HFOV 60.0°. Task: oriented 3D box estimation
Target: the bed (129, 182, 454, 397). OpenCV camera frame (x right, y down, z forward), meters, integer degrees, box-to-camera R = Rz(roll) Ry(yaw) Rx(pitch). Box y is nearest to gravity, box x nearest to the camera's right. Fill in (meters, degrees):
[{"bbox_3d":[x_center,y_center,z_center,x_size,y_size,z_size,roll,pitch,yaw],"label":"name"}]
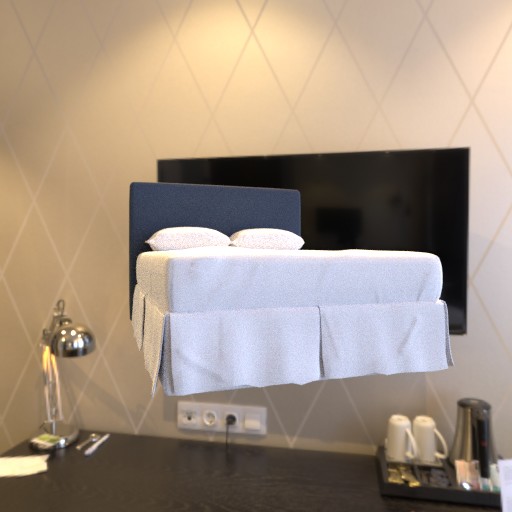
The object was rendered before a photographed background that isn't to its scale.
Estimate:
[{"bbox_3d":[0.000,0.000,3.259,1.713,1.330,2.162,0,0,-19],"label":"bed"}]
